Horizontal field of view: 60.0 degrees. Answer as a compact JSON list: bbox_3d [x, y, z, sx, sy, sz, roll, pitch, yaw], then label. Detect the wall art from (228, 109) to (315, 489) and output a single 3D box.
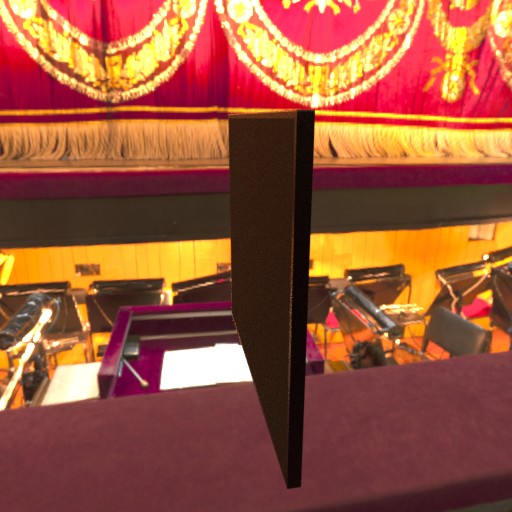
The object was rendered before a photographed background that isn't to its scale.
[{"bbox_3d":[0.000,0.000,0.732,0.018,0.450,0.521,-3,18,-10],"label":"wall art"}]
